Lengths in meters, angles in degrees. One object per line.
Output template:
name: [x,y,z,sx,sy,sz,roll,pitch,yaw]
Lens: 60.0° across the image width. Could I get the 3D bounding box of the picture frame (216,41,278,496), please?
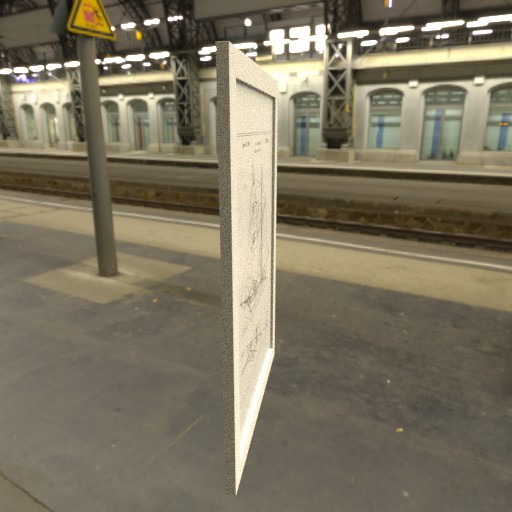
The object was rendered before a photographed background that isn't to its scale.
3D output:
picture frame: [0.000,0.000,0.581,0.011,0.459,0.326,3,16,9]
